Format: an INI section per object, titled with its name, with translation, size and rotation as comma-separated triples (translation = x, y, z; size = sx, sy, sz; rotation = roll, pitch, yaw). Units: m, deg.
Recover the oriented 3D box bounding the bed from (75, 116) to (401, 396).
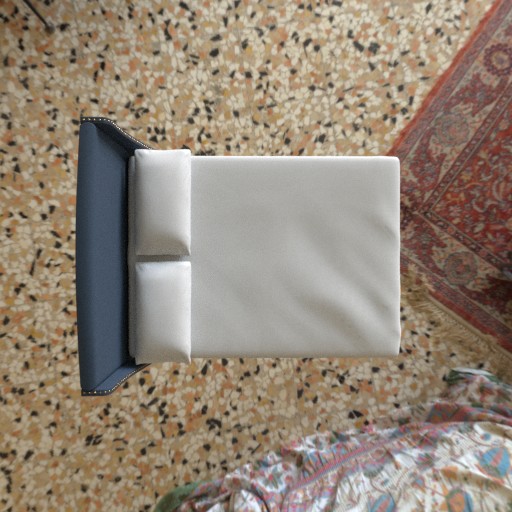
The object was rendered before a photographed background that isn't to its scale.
[bed]
translation = 0.000, 0.000, 3.338
size = 2.237, 1.407, 1.710
rotation = 0, 90, -1
